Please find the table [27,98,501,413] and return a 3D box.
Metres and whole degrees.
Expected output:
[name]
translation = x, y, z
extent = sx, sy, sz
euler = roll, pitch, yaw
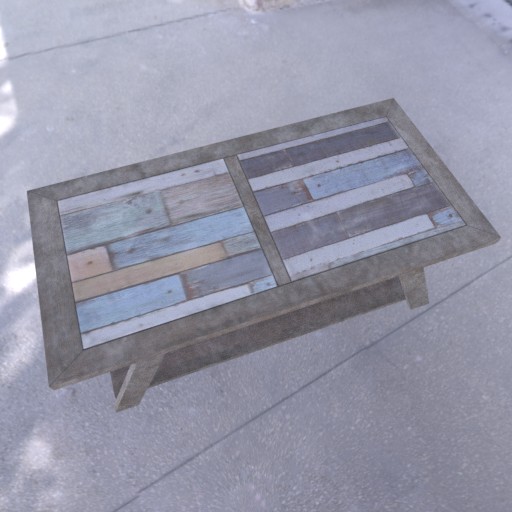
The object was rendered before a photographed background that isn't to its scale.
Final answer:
[table]
translation = 0.000, 0.000, 1.464
extent = 1.219, 0.470, 0.610
euler = -17, 60, -10
